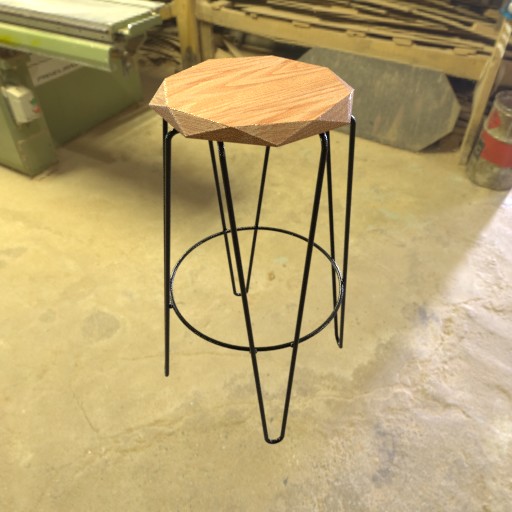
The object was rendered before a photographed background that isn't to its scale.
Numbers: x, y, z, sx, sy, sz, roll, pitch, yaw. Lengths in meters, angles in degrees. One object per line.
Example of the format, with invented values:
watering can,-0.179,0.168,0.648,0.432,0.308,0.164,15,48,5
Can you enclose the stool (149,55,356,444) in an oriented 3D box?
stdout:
stool,0.000,0.000,0.794,0.326,0.610,0.326,24,47,25
